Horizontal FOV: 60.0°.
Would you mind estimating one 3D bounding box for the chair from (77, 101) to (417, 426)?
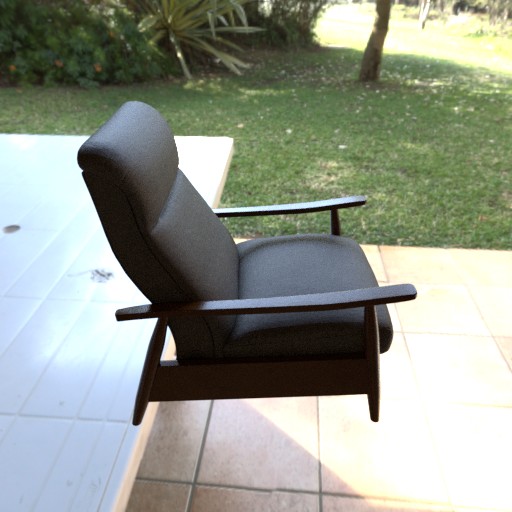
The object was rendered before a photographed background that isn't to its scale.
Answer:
[{"bbox_3d":[0.000,0.000,1.751,1.014,1.081,0.762,0,32,-1],"label":"chair"}]
